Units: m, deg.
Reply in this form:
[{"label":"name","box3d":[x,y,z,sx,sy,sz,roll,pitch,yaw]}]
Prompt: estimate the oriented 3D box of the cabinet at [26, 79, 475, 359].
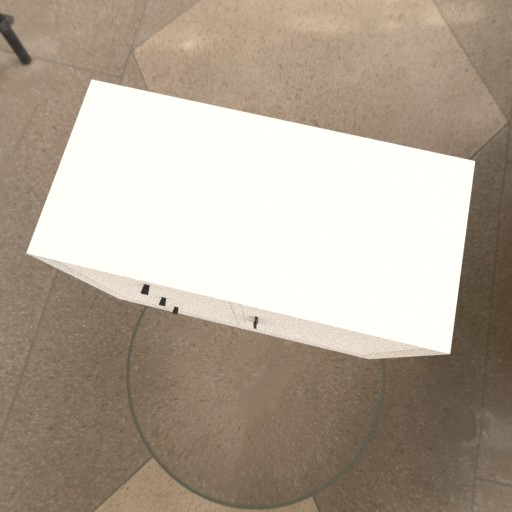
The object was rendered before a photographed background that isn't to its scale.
[{"label":"cabinet","box3d":[0.000,0.000,1.224,0.800,0.761,0.398,13,76,3]}]
